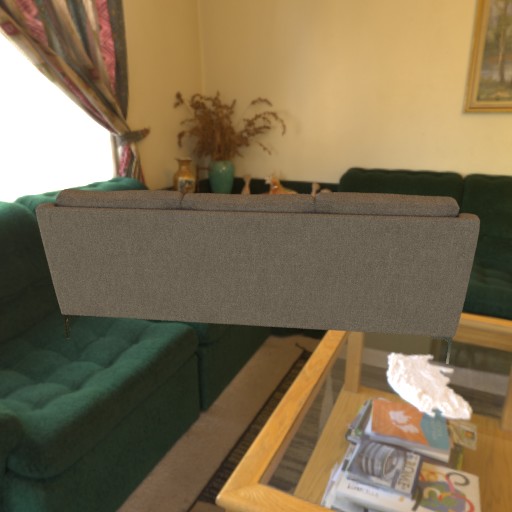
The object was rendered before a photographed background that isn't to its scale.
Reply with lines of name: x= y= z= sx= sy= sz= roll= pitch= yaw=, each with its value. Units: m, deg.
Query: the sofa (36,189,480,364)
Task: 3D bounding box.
sofa: x=0.000 y=0.000 z=2.495 sx=2.060 sy=0.837 sz=0.849 roll=2 pitch=18 yaw=7
